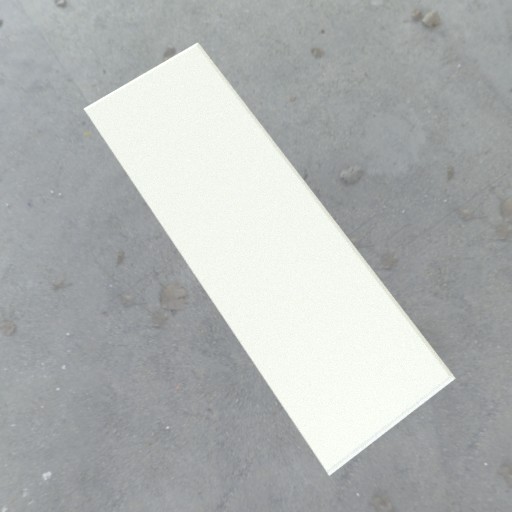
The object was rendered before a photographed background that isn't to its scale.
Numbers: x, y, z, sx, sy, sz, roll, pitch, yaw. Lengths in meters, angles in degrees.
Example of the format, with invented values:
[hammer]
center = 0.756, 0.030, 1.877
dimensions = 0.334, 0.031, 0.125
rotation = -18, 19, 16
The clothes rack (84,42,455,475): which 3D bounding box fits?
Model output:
[clothes rack]
center = 0.000, 0.000, 1.483
dimensions = 0.405, 0.558, 1.218
rotation = -34, 79, -8
